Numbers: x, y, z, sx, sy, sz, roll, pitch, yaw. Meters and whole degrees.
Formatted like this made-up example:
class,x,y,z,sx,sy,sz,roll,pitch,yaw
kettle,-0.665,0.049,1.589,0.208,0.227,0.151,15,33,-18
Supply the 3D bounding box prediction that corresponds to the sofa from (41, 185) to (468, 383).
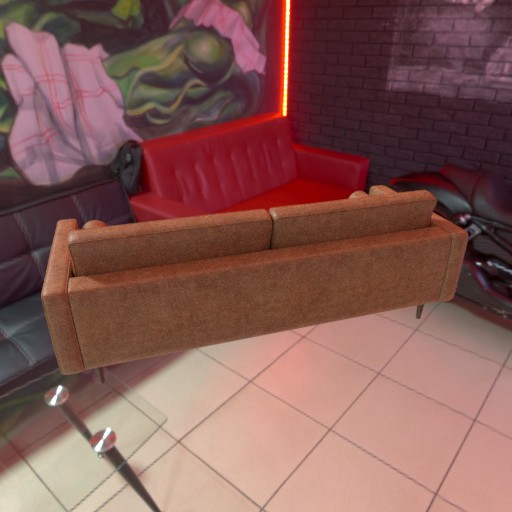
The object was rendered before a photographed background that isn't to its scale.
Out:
class,x,y,z,sx,sy,sz,roll,pitch,yaw
sofa,0.000,0.000,2.614,2.200,0.770,0.919,-8,29,-15
